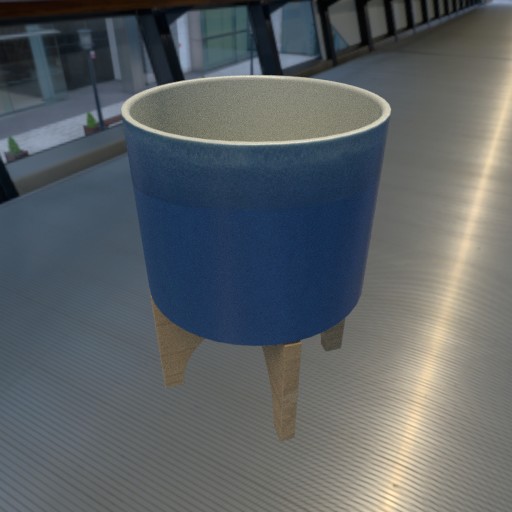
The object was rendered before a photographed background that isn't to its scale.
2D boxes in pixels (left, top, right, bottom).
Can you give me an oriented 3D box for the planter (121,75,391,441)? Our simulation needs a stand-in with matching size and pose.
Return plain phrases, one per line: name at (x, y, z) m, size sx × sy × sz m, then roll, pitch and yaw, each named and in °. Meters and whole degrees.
planter at (0.000, 0.000, 0.540) m, size 0.261 × 0.367 × 0.261 m, roll 0°, pitch 33°, yaw 0°
